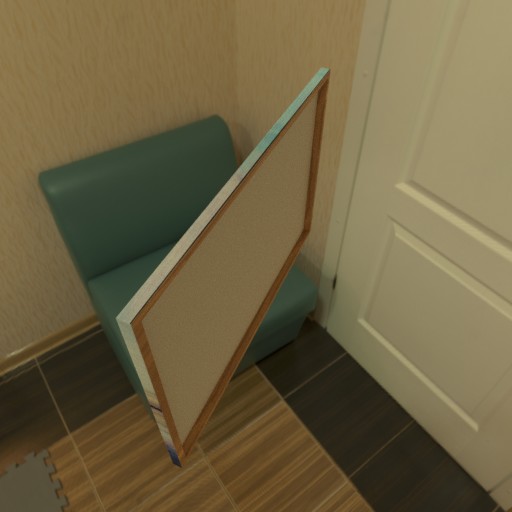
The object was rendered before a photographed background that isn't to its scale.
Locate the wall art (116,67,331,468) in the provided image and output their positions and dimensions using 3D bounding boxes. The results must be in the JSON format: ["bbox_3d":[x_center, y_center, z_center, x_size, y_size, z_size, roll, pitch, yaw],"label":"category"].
[{"bbox_3d":[0.000,0.000,0.755,0.018,0.402,0.604,18,49,17],"label":"wall art"}]
